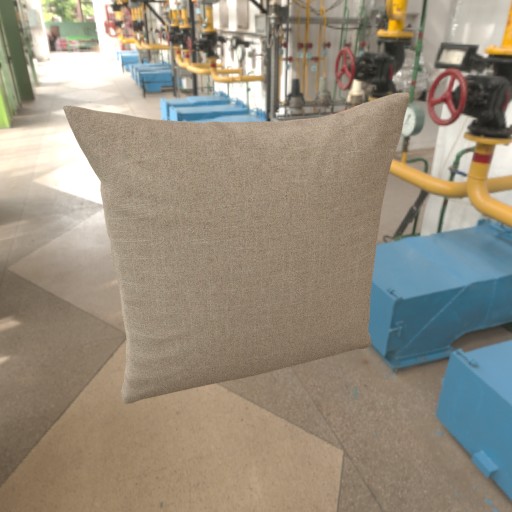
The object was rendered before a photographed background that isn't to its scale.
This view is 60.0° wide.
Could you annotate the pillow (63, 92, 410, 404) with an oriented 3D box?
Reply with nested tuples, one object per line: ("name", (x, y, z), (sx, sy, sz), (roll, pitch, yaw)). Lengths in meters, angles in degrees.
("pillow", (0.000, 0.000, 0.748), (0.513, 0.511, 0.158), (-9, 29, -17))
